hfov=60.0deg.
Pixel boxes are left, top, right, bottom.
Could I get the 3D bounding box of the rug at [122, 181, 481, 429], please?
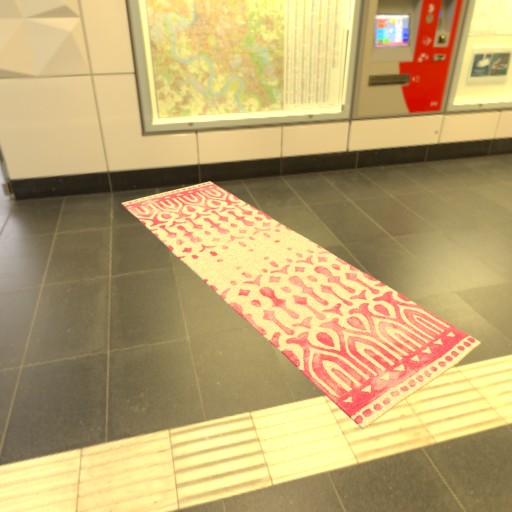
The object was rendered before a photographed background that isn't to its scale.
[{"bbox_3d":[0.000,0.000,2.649,0.787,0.011,2.458,-19,35,-29],"label":"rug"}]
